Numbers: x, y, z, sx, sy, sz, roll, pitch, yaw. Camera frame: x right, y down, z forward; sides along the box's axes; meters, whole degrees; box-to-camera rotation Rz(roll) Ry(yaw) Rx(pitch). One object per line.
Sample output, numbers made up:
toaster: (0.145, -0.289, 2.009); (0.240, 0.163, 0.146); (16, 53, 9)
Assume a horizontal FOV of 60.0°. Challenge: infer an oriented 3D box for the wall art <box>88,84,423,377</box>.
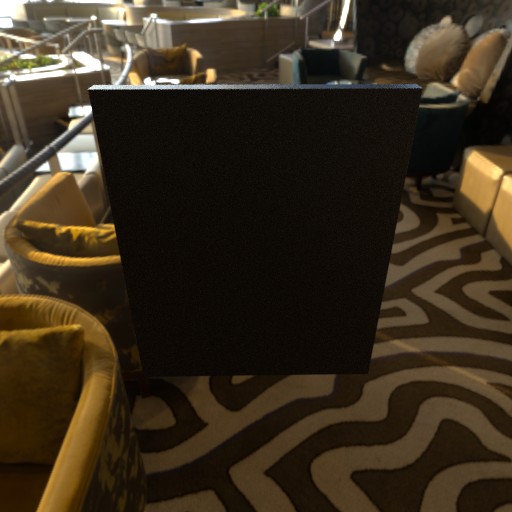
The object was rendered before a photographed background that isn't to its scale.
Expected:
wall art: (0.000, 0.000, 0.765); (0.457, 0.557, 0.028); (-1, 32, -1)
